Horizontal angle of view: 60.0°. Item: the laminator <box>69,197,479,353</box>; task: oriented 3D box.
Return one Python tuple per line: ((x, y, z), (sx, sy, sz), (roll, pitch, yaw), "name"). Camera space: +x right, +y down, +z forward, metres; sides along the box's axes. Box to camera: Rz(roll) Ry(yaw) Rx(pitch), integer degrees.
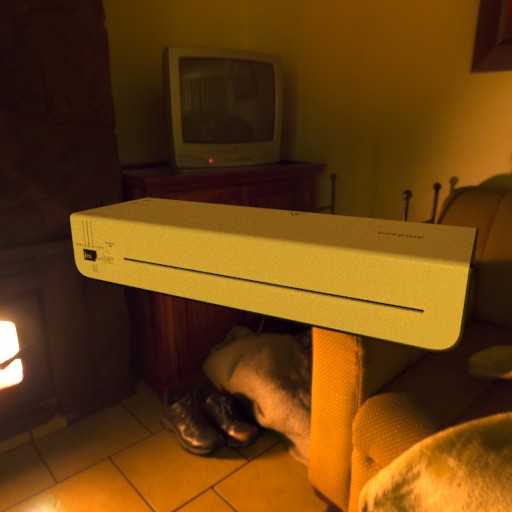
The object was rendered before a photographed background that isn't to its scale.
((0.000, 0.000, 0.386), (0.340, 0.062, 0.123), (8, 18, 26), "laminator")
